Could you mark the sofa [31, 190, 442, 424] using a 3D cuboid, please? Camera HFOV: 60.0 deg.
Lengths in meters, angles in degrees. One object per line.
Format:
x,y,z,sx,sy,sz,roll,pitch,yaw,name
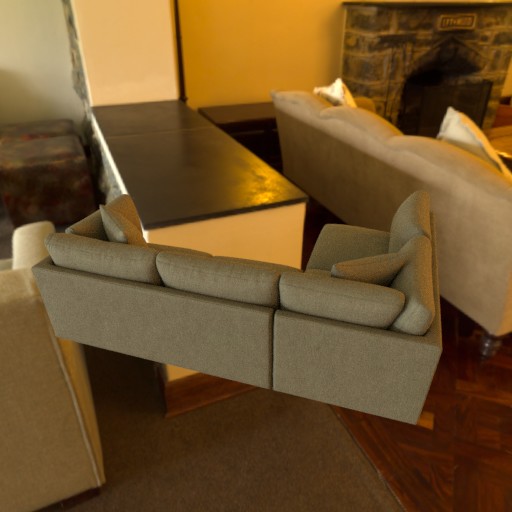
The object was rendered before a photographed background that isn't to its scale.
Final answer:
0.000,0.000,3.830,2.896,0.978,1.994,9,32,15,sofa
